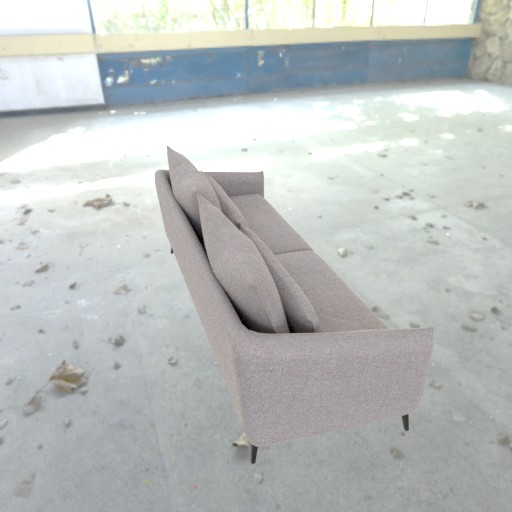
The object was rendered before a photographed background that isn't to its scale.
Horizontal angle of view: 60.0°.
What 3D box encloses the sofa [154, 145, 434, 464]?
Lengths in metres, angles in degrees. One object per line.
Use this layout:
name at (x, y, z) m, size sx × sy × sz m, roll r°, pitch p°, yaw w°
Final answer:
sofa at (0.000, 0.000, 2.450) m, size 0.809 × 0.833 × 2.022 m, roll -10°, pitch 32°, yaw -17°
